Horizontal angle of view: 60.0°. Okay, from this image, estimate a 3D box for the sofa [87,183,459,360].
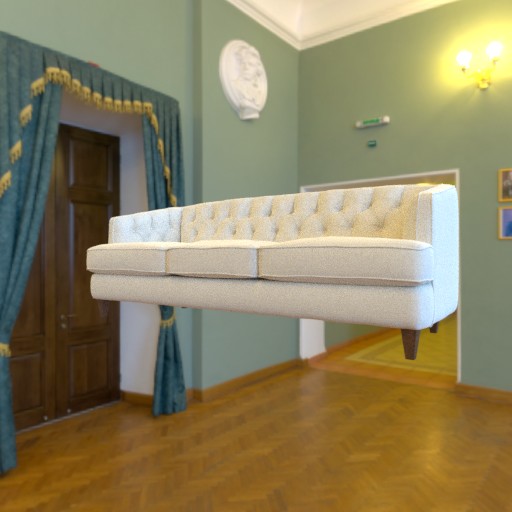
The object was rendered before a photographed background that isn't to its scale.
[{"bbox_3d":[0.000,0.000,2.755,2.278,0.855,0.941,0,0,36],"label":"sofa"}]
